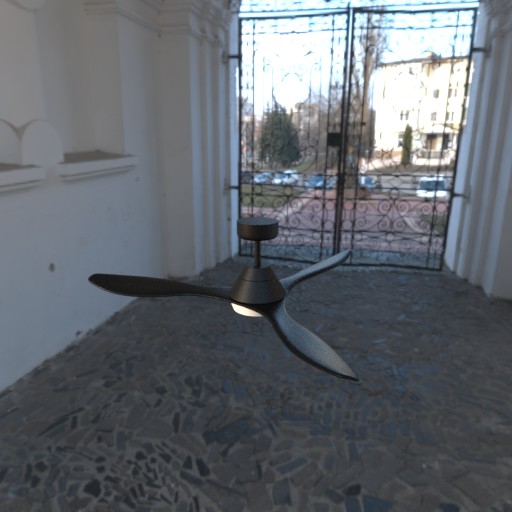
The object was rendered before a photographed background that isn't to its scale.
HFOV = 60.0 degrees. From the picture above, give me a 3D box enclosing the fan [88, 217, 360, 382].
[{"bbox_3d":[0.000,0.000,1.615,1.067,0.305,1.067,8,18,27],"label":"fan"}]
